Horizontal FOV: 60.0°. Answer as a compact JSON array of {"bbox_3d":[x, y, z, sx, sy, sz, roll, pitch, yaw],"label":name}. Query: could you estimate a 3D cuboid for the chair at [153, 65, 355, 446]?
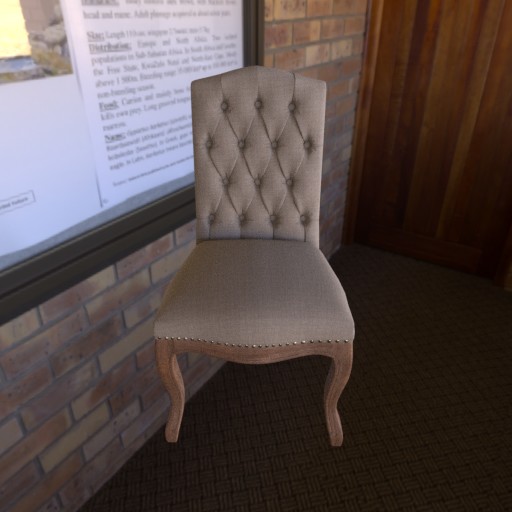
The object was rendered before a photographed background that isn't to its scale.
[{"bbox_3d":[0.000,0.000,1.595,0.637,1.191,0.731,1,30,1],"label":"chair"}]
